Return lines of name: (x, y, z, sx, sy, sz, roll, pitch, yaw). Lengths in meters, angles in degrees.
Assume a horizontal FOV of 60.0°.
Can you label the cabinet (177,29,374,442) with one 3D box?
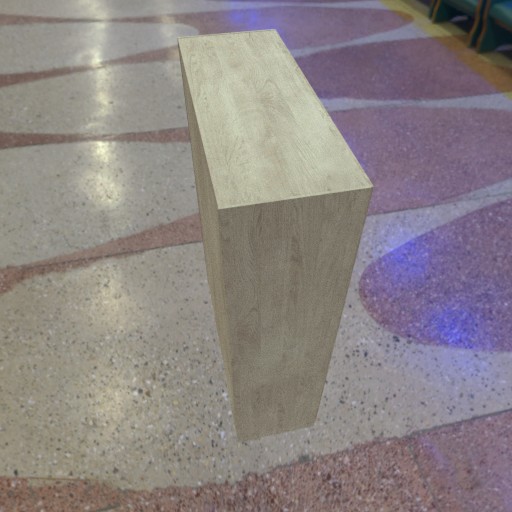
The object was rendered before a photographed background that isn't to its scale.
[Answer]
cabinet: (0.000, 0.000, 2.485, 0.510, 1.910, 1.290, -9, 48, -8)
